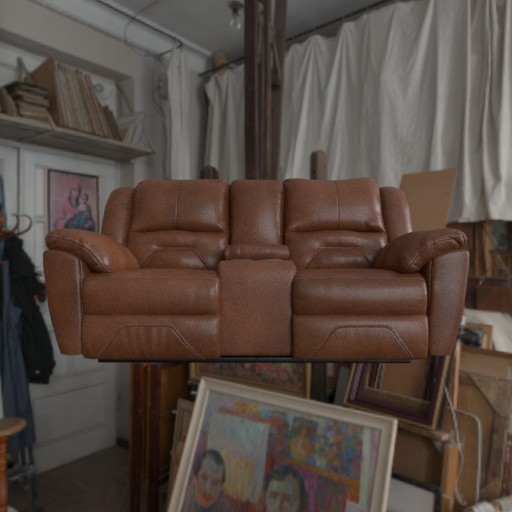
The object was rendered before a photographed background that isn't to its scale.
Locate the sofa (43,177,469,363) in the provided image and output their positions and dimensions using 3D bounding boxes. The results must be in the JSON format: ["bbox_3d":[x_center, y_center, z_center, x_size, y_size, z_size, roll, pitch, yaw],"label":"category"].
[{"bbox_3d":[0.000,0.000,2.559,2.058,1.043,0.991,0,-1,1],"label":"sofa"}]
